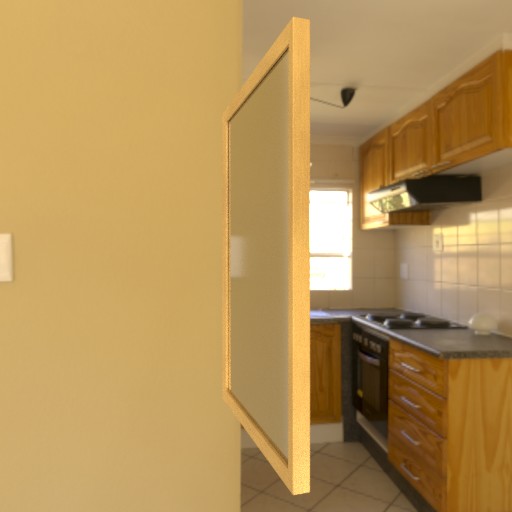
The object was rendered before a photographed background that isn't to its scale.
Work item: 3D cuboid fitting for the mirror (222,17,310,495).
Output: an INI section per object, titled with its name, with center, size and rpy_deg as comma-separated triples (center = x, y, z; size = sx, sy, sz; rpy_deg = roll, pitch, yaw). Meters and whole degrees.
[mirror]
center = 0.000, 0.000, 1.144
size = 0.040, 0.915, 0.609
rpy_deg = 0, 0, -17
